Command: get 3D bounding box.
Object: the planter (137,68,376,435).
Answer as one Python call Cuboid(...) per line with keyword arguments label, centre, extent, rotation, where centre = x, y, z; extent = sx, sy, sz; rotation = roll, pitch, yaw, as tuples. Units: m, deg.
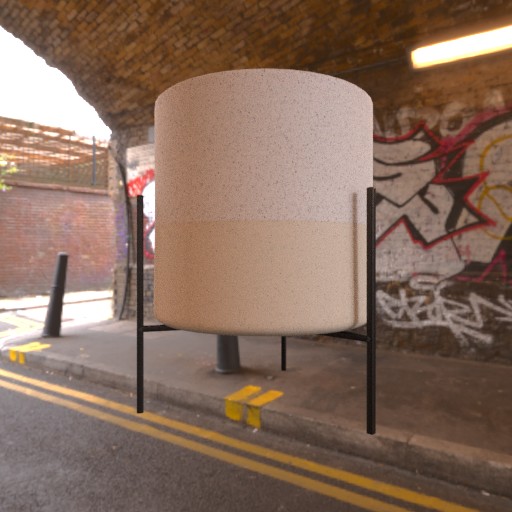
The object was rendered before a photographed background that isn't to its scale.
Cuboid(label="planter", centre=(0.000, 0.000, 0.644), extent=(0.335, 0.423, 0.313), rotation=(0, 0, -17))
